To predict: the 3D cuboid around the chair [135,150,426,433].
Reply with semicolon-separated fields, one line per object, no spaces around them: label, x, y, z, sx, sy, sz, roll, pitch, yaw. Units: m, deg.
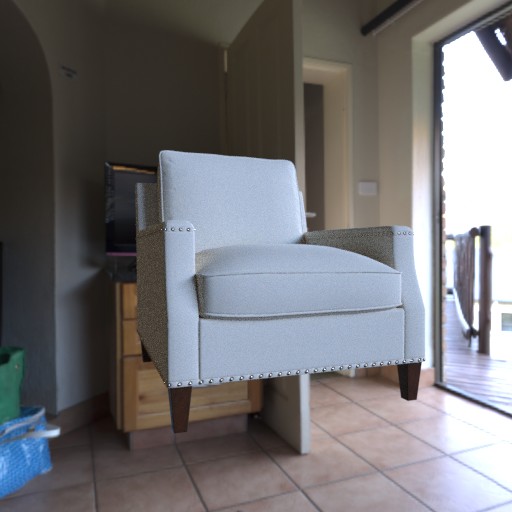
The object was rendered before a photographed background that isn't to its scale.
chair;0.000;0.000;1.752;0.853;0.943;1.014;0;1;-20
